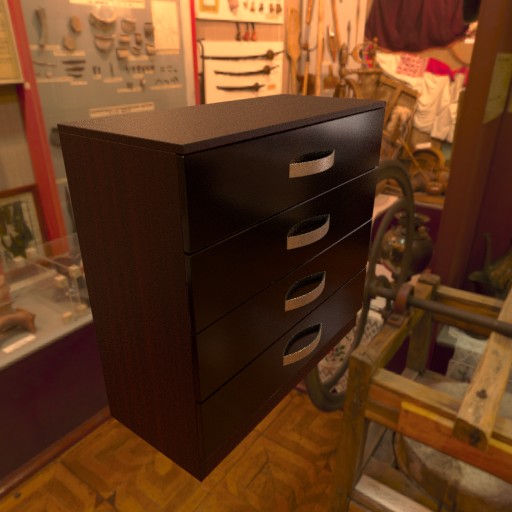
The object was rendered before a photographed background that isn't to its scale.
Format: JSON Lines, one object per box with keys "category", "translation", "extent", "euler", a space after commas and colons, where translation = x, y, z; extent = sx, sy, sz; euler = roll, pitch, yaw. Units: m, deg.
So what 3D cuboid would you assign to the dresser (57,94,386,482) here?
{"category": "dresser", "translation": [0.000, 0.000, 1.147], "extent": [0.360, 0.720, 0.750], "euler": [18, 30, 33]}
